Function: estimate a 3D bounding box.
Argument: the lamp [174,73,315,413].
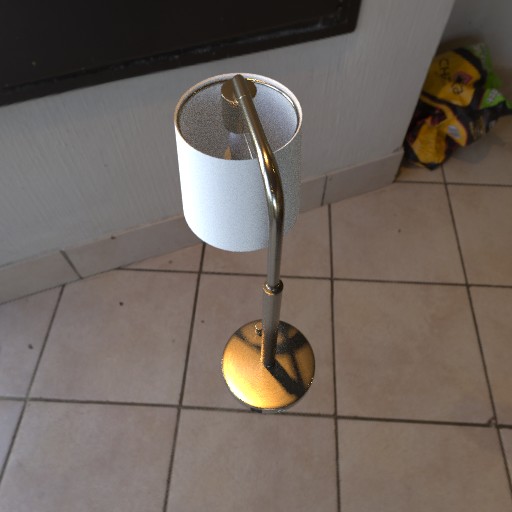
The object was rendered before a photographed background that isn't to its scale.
[{"bbox_3d":[0.000,0.000,0.633,0.171,0.489,0.333,-13,59,-8],"label":"lamp"}]
